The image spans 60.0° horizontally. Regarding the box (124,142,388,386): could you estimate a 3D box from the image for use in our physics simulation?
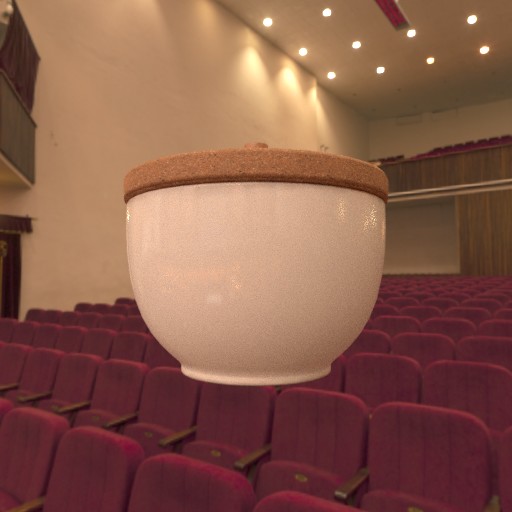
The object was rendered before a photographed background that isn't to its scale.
[{"bbox_3d":[0.000,0.000,0.186,0.107,0.094,0.107,0,-3,0],"label":"box"}]
